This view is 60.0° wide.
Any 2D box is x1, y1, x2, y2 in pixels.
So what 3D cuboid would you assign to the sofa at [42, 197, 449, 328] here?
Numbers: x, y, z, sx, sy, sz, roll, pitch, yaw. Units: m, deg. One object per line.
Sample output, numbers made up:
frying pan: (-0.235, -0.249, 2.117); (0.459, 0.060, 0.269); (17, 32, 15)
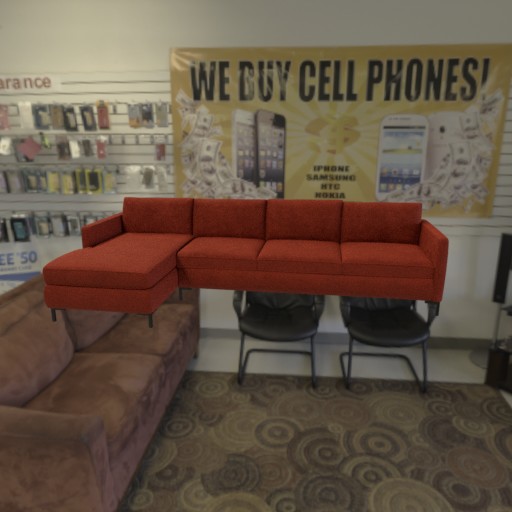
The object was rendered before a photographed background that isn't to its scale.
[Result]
sofa: (0.000, 0.000, 3.010); (2.467, 0.663, 1.136); (2, 15, 8)
